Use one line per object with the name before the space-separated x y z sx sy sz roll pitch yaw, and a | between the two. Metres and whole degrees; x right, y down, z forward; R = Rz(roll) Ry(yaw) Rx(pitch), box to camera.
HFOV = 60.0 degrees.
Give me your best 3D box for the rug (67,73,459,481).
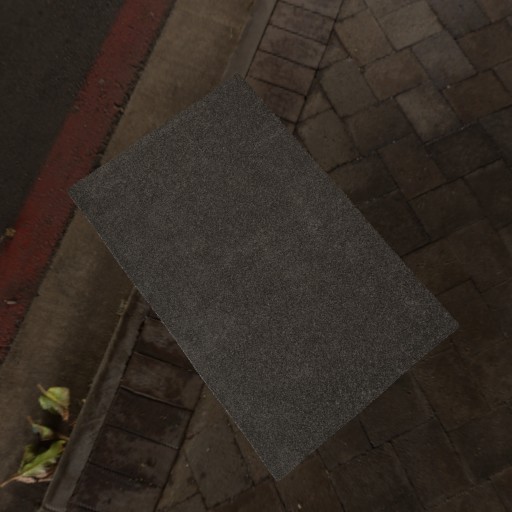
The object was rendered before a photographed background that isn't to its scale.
rug | 0.000 0.000 2.962 1.502 0.025 2.350 -37 80 -8
